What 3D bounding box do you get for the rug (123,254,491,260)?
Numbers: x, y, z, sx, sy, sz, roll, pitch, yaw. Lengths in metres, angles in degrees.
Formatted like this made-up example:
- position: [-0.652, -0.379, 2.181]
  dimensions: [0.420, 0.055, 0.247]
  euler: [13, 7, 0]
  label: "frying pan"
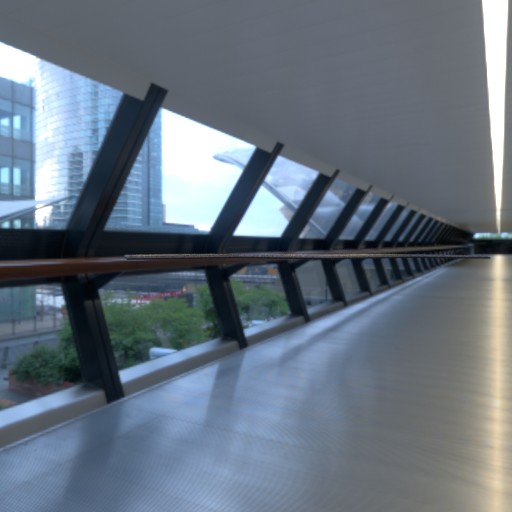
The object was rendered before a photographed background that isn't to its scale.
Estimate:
- position: [0.000, 0.000, 4.762]
  dimensions: [2.716, 0.035, 3.612]
  euler: [0, 0, -17]
  label: "rug"
